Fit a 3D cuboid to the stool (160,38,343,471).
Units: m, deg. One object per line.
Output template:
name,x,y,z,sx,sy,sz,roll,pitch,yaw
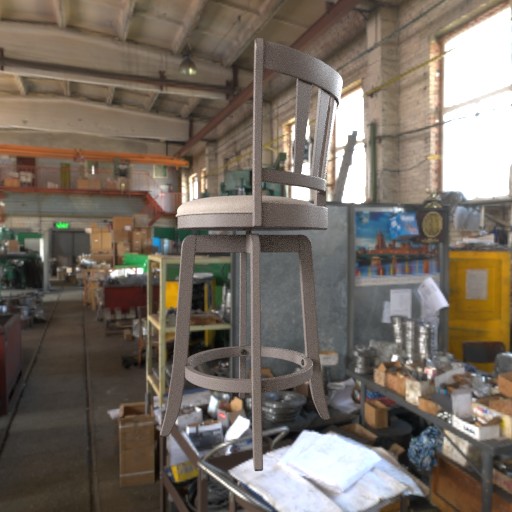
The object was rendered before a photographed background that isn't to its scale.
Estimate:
stool,0.000,0.000,1.294,0.475,1.023,0.436,1,2,35
